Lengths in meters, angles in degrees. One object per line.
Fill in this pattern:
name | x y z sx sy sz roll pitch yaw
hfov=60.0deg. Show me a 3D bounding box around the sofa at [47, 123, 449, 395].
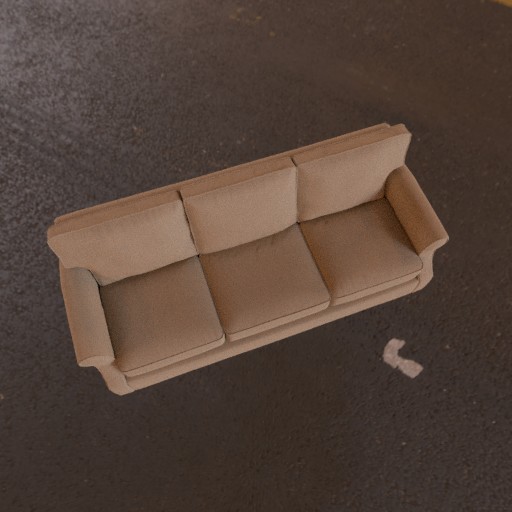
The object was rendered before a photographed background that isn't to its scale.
sofa | 0.000 0.000 2.846 2.354 0.948 0.966 -18 66 -8
